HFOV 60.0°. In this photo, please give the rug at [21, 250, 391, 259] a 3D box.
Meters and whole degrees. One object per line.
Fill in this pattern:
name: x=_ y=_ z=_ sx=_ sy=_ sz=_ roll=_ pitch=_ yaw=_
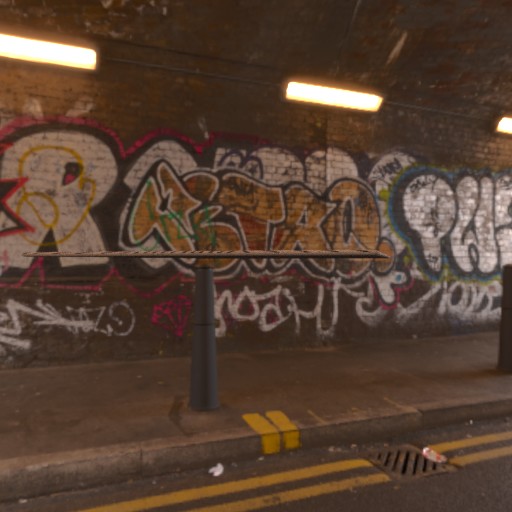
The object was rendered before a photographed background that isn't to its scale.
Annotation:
rug: x=0.000 y=0.000 z=3.215 sx=1.829 sy=0.028 sz=2.449 roll=0 pitch=-1 yaw=18
